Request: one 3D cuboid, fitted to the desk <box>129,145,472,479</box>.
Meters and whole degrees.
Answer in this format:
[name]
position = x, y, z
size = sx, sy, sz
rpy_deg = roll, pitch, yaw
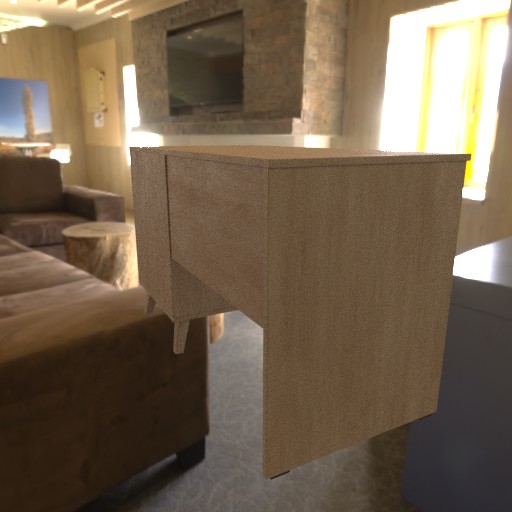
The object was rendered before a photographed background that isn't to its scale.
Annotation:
[desk]
position = 0.000, 0.000, 1.642
size = 0.600, 0.770, 1.251
rpy_deg = -8, 17, -27
